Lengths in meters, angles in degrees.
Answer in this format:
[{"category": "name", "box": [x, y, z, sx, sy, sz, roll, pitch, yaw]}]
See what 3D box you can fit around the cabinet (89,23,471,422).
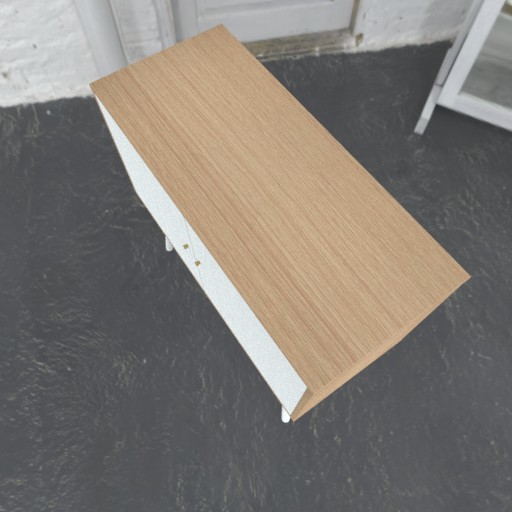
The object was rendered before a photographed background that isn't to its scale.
[{"category": "cabinet", "box": [0.000, 0.000, 1.605, 0.470, 1.016, 1.057, -32, 68, -14]}]
